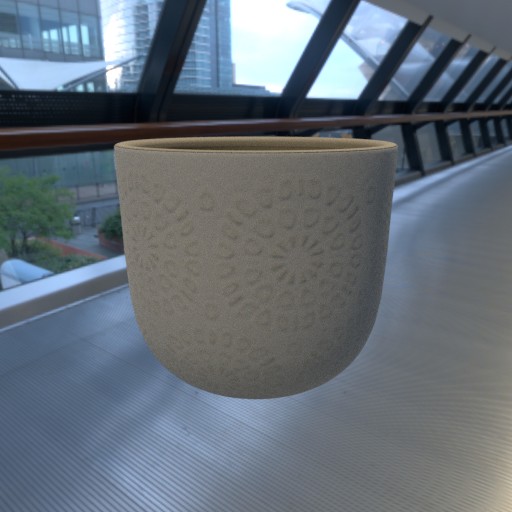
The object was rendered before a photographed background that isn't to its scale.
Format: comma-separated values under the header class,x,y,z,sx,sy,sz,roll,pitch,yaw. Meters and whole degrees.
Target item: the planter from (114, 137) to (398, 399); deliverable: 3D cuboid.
class,x,y,z,sx,sy,sz,roll,pitch,yaw
planter,0.000,0.000,0.219,0.124,0.109,0.124,0,17,0
